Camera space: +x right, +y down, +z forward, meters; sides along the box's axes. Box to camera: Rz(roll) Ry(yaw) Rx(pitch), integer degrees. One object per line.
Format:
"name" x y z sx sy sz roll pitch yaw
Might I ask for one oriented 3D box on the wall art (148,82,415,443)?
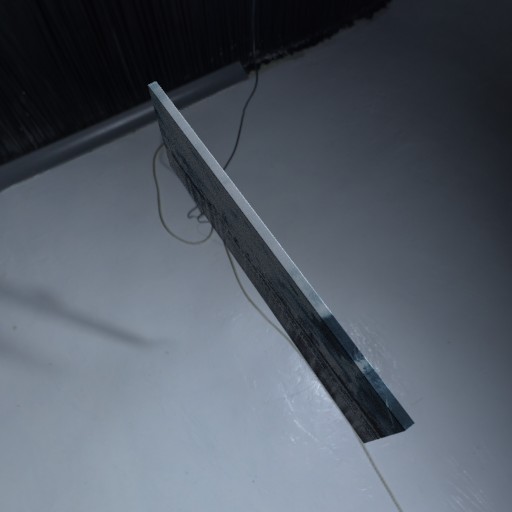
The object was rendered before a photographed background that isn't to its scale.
"wall art" 0.000 0.000 1.701 0.037 0.509 1.524 -30 67 -14
